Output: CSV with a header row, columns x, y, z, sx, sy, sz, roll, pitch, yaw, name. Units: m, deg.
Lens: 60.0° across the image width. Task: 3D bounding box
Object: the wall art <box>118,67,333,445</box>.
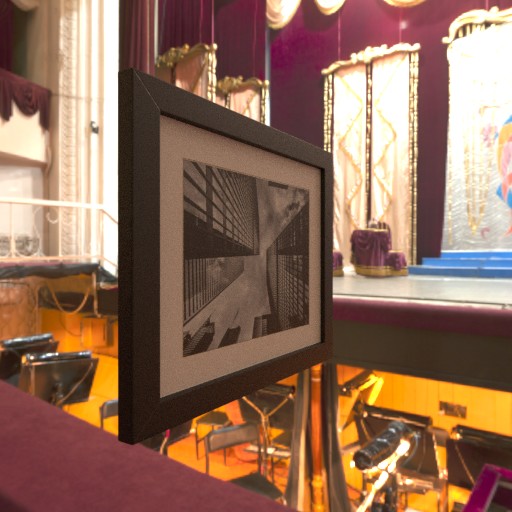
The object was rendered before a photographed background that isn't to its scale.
x,y,z,sx,sy,sz,roll,pitch,yaw,name
0.000,0.000,0.767,0.031,0.457,0.558,0,0,35,wall art
